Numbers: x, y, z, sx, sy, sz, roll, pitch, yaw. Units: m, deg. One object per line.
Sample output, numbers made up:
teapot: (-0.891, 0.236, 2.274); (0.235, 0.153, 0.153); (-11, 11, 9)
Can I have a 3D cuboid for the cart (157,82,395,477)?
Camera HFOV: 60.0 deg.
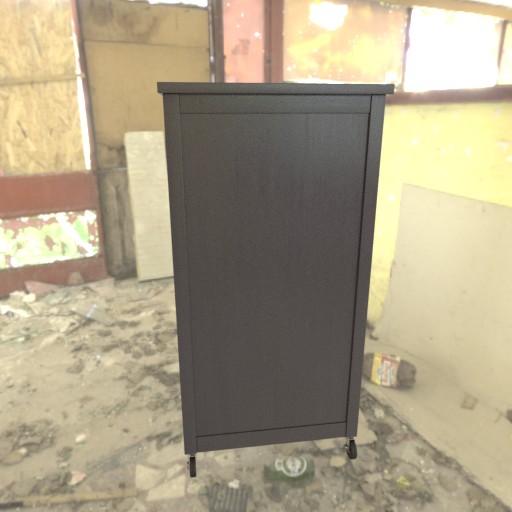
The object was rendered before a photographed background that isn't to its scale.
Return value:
cart: (0.000, 0.000, 1.260); (0.449, 0.878, 0.690); (-3, 18, -8)
